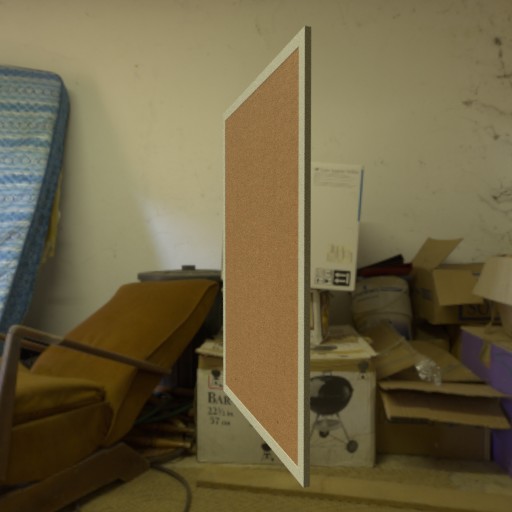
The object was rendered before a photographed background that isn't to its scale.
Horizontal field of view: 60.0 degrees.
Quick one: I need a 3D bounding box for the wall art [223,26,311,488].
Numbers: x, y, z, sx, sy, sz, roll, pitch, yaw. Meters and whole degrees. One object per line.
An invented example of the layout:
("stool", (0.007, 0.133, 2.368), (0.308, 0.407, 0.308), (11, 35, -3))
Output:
("wall art", (0.000, 0.000, 1.240), (0.015, 0.965, 0.660), (-1, 2, -19))
